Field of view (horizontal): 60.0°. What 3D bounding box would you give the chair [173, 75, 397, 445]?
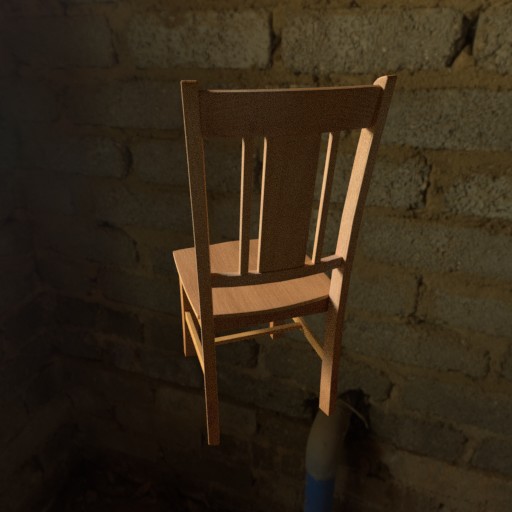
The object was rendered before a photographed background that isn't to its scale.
[{"bbox_3d":[0.000,0.000,1.289,0.450,0.998,0.556,-8,27,-16],"label":"chair"}]
